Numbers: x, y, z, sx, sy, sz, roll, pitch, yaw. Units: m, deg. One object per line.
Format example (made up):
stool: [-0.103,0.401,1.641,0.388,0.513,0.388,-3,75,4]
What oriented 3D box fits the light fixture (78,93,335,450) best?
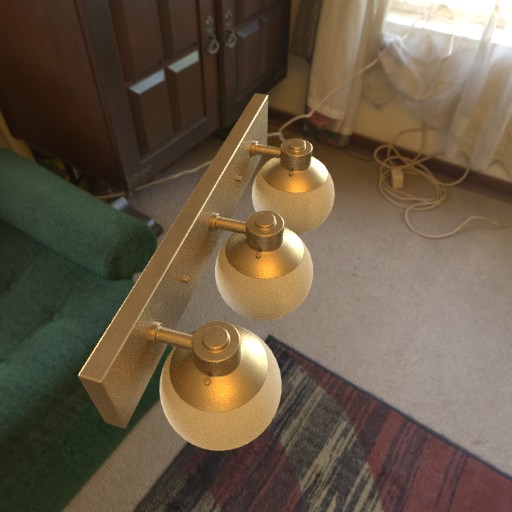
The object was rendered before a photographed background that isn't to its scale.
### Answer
light fixture: [0.000,0.000,0.823,0.218,0.263,0.721,12,48,11]
